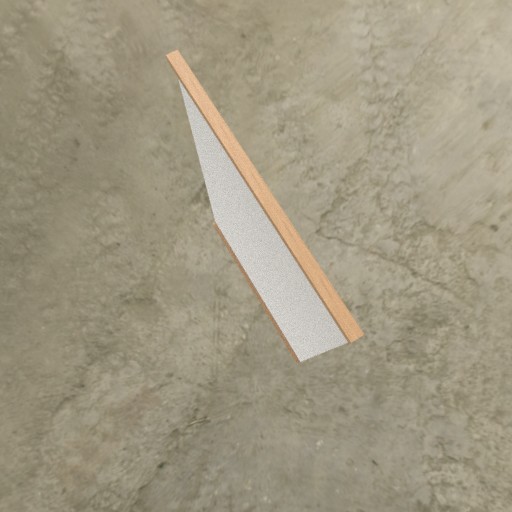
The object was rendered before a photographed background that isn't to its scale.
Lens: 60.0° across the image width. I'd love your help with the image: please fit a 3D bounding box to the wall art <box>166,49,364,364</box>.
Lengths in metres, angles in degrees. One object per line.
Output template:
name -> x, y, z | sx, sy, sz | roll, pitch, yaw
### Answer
wall art -> 0.000, 0.000, 0.788 | 0.016, 0.611, 0.401 | -30, 76, -8
